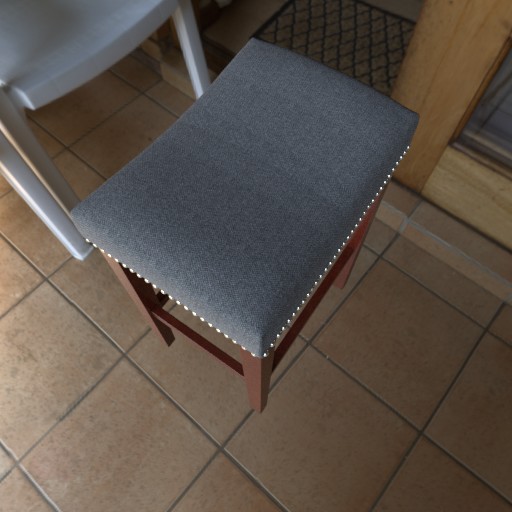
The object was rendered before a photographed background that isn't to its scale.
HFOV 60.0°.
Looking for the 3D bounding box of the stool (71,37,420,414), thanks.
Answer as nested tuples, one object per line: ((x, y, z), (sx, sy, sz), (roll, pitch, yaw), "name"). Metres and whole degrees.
((0.000, 0.000, 1.026), (0.372, 0.742, 0.504), (32, 67, 15), "stool")
